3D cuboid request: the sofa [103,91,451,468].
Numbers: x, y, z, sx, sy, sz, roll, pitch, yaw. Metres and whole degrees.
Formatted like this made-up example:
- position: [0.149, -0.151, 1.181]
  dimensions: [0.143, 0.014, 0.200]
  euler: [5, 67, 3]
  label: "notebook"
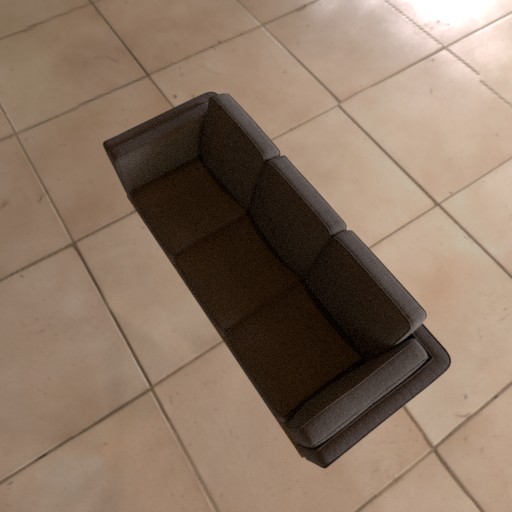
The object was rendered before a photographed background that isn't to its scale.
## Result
- position: [0.000, 0.000, 2.788]
  dimensions: [0.903, 0.899, 2.362]
  euler: [-32, 68, -15]
  label: "sofa"
